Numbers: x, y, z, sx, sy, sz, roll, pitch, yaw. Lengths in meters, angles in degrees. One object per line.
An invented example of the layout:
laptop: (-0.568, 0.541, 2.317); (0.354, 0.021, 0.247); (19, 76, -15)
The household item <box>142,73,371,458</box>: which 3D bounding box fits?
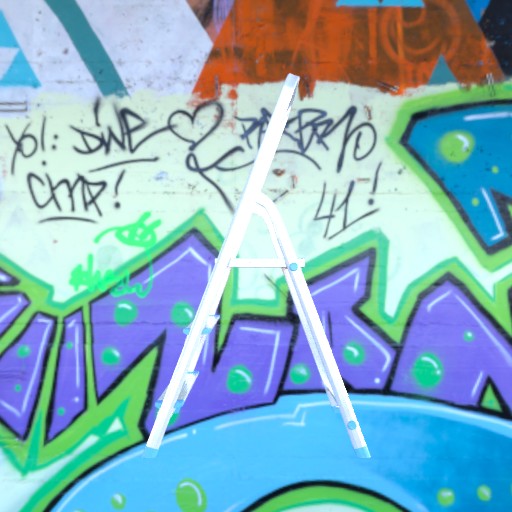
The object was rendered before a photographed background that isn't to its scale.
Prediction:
household item: (0.000, 0.000, 1.542); (0.687, 1.215, 0.420); (0, -1, 0)
